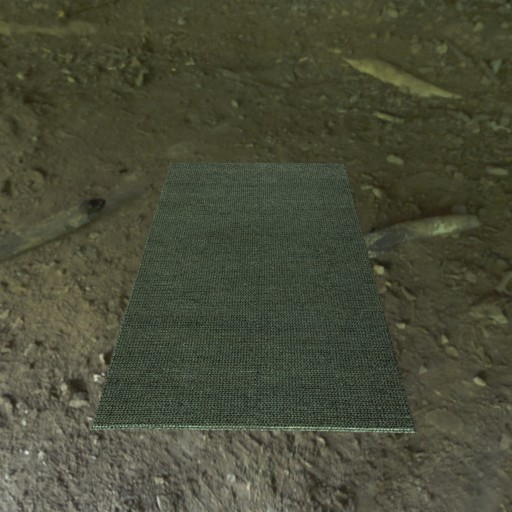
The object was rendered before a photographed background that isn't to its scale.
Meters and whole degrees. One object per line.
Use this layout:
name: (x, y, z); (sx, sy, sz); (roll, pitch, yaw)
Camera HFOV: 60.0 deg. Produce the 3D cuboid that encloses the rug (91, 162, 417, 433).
rug: (0.000, 0.000, 2.985); (1.538, 0.021, 2.443); (0, 42, 0)
